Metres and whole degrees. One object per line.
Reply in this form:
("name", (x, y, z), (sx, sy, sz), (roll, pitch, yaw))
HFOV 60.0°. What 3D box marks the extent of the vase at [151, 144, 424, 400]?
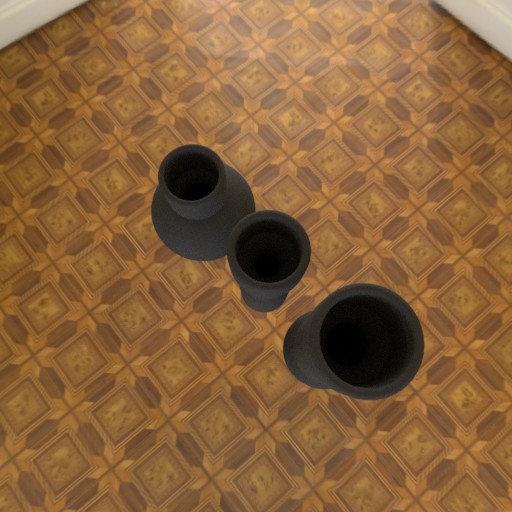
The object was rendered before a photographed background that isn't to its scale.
("vase", (0.000, 0.000, 0.426), (0.120, 0.249, 0.307), (-39, 80, -9))
